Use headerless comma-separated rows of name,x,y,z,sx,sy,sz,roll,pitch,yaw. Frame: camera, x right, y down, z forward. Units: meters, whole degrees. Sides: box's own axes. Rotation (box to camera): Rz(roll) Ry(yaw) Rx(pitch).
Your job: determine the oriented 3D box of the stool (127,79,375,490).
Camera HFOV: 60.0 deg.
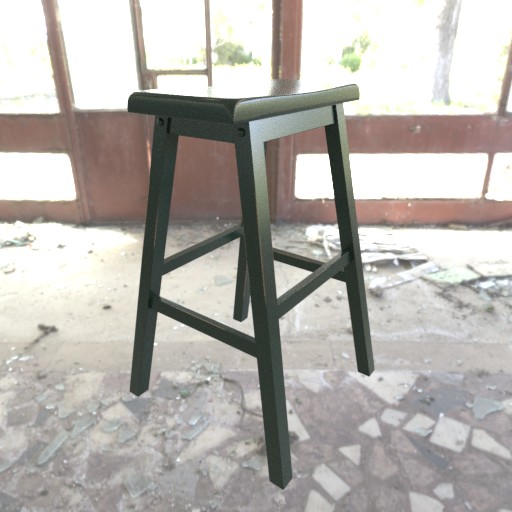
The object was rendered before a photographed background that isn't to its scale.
stool,0.000,0.000,1.028,0.476,0.737,0.457,17,30,33
